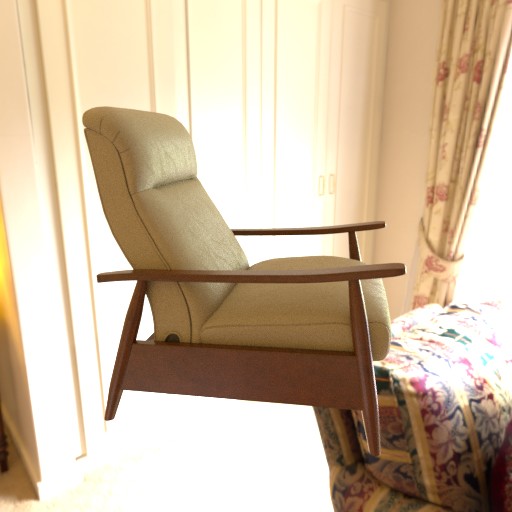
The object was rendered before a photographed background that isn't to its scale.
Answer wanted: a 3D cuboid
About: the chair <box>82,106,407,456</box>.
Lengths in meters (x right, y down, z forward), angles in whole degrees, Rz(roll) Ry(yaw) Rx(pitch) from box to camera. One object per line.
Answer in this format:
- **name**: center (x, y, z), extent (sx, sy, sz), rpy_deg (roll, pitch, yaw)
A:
- **chair**: center (0.000, 0.000, 1.712), extent (1.014, 1.082, 0.762), rpy_deg (3, 15, 11)
